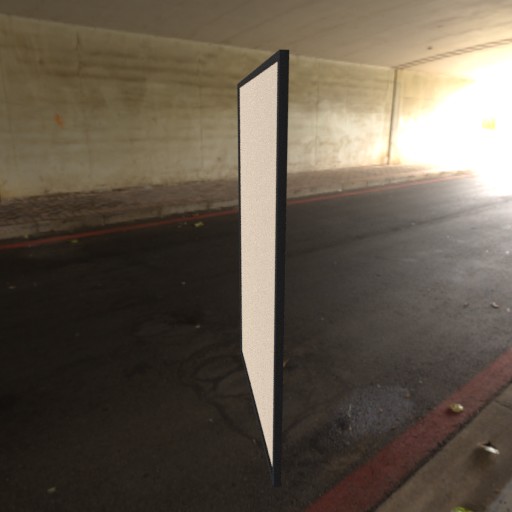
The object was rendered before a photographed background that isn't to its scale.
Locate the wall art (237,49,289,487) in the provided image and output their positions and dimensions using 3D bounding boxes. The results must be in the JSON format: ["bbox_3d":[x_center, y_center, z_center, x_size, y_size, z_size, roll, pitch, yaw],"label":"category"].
[{"bbox_3d":[0.000,0.000,0.850,0.013,0.657,0.457,-2,16,-8],"label":"wall art"}]
